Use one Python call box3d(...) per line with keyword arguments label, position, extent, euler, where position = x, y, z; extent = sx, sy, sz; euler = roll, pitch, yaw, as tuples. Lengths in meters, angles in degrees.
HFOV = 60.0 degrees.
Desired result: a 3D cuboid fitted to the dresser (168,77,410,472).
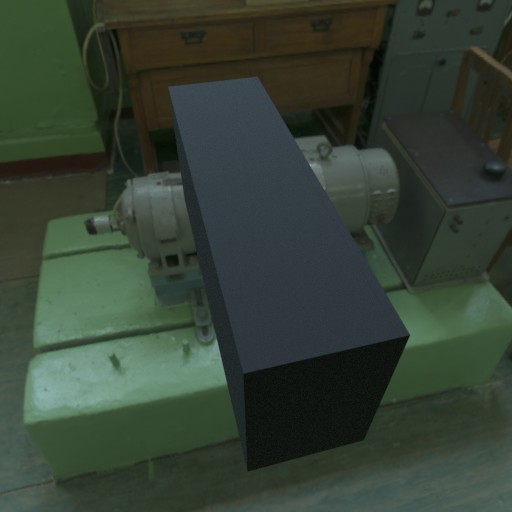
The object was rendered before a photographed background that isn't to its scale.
box3d(label="dresser", position=(0.000, 0.000, 1.936), extent=(0.463, 0.872, 1.558), euler=(-10, 47, -10))
